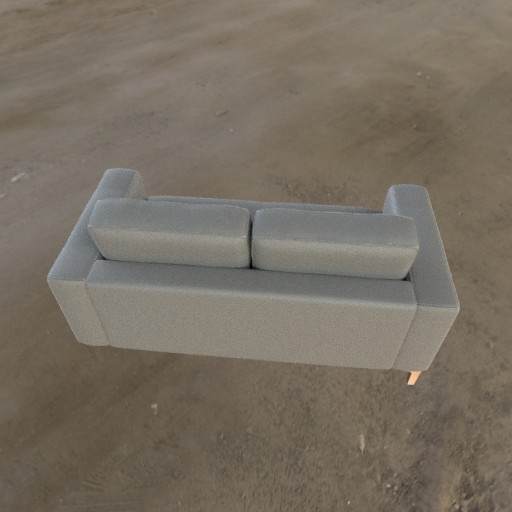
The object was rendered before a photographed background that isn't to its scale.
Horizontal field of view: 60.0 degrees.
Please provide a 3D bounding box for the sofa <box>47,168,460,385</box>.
[{"bbox_3d":[0.000,0.000,2.200,1.726,0.892,0.833,4,46,4],"label":"sofa"}]
